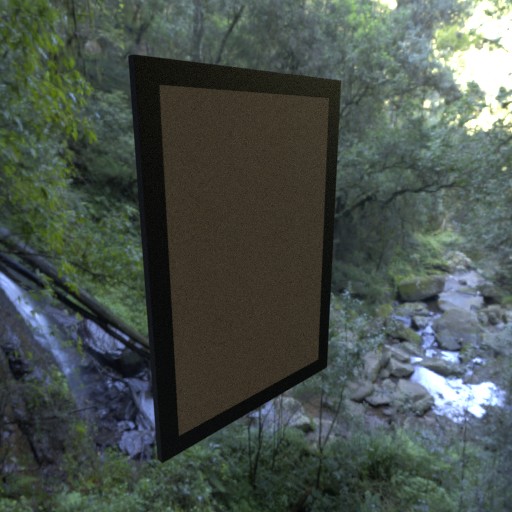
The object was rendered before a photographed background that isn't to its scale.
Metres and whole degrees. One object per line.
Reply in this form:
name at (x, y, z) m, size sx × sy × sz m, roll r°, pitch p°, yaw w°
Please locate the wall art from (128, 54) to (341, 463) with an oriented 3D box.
wall art at (0.000, 0.000, 0.686) m, size 0.381 × 0.534 × 0.013 m, roll -15°, pitch 22°, yaw -42°
